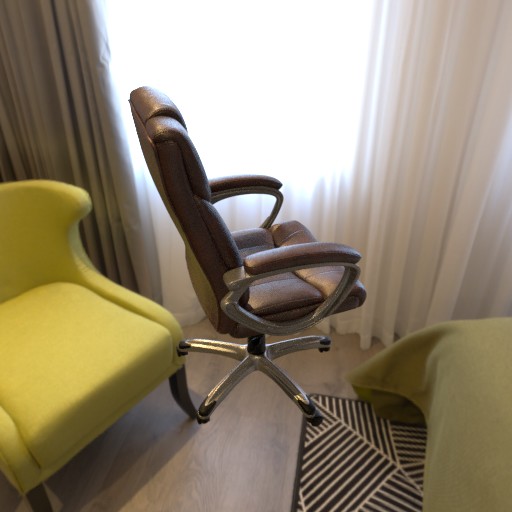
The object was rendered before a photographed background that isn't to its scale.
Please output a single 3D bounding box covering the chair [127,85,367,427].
[{"bbox_3d":[0.000,0.000,1.546,0.692,1.128,0.656,-11,33,-17],"label":"chair"}]
